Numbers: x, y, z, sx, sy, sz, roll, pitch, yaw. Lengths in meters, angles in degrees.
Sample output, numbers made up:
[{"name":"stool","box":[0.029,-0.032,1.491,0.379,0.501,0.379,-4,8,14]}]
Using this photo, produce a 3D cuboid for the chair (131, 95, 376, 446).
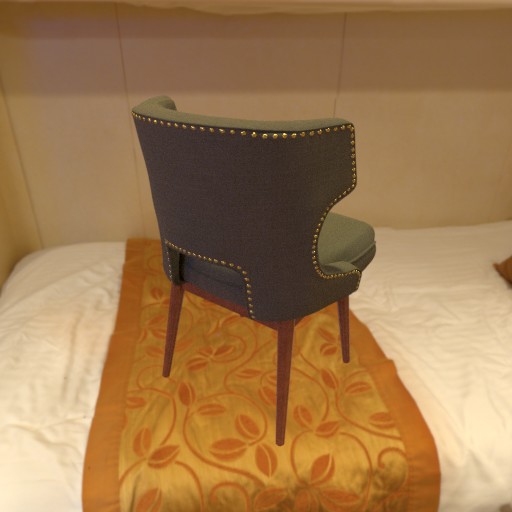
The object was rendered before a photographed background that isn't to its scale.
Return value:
[{"name":"chair","box":[0.000,0.000,1.263,0.595,0.863,0.581,19,34,31]}]
